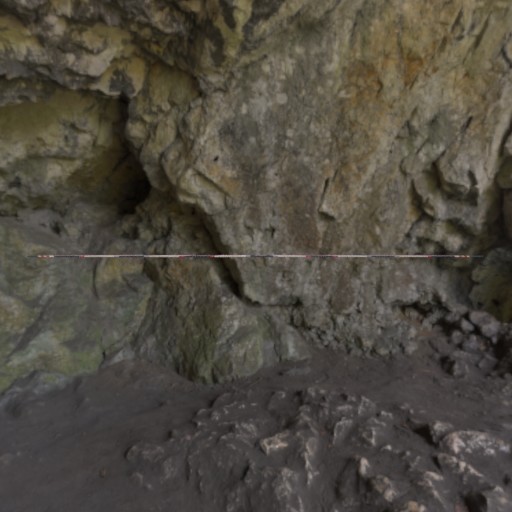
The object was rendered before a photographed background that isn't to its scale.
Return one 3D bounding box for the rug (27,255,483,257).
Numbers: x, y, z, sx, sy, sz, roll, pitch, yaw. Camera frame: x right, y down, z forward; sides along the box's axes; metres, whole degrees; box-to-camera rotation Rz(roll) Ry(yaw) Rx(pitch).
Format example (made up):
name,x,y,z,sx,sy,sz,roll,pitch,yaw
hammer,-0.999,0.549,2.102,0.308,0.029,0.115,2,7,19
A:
name,x,y,z,sx,sy,sz,roll,pitch,yaw
rug,0.000,0.000,2.745,2.440,0.009,0.760,0,0,-1
